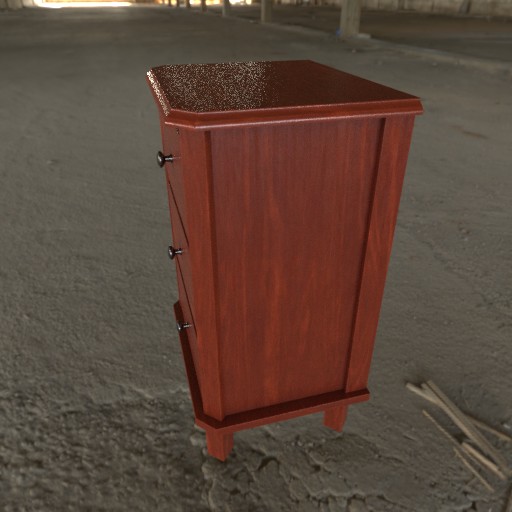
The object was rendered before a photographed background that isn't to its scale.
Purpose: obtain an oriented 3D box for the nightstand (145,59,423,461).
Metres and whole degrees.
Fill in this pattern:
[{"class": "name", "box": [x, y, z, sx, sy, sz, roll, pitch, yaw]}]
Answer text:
[{"class": "nightstand", "box": [0.000, 0.000, 0.907, 0.351, 0.681, 0.435, -8, 32, -13]}]
